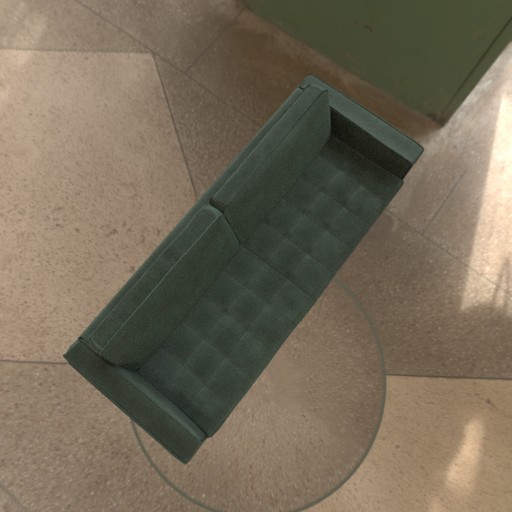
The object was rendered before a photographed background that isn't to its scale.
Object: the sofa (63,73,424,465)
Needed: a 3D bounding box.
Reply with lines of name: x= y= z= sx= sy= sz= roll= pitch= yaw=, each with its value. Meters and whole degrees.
sofa: x=0.000 y=0.000 z=2.635 sx=0.886 sy=0.781 sz=2.214 roll=37 pitch=78 yaw=9
